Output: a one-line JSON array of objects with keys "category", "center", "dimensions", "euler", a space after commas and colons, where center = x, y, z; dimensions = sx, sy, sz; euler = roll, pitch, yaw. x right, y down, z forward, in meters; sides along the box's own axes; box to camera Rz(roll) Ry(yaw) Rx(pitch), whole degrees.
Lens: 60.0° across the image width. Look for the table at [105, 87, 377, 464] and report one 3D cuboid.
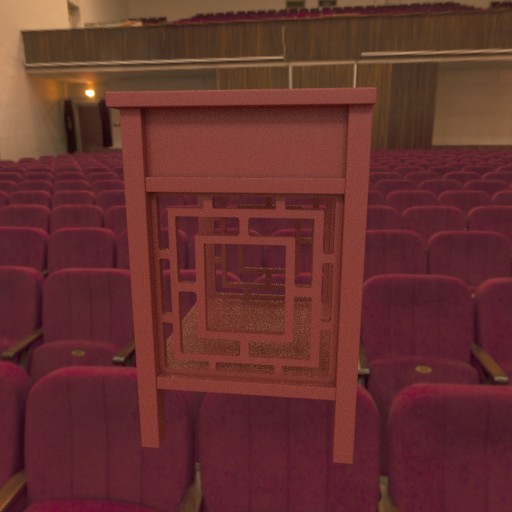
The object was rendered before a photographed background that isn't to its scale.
[{"category": "table", "center": [0.000, 0.000, 1.078], "dimensions": [0.451, 0.686, 0.599], "euler": [2, 13, 7]}]
